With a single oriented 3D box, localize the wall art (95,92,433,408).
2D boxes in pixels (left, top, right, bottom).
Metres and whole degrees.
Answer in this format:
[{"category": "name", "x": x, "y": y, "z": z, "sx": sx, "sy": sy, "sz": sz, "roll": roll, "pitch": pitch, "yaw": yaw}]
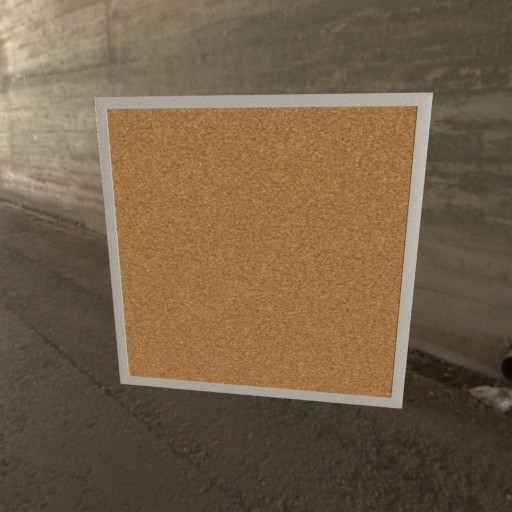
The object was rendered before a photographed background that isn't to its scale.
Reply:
[{"category": "wall art", "x": 0.000, "y": 0.000, "z": 0.742, "sx": 0.506, "sy": 0.505, "sz": 0.038, "roll": 2, "pitch": 15, "yaw": 9}]
